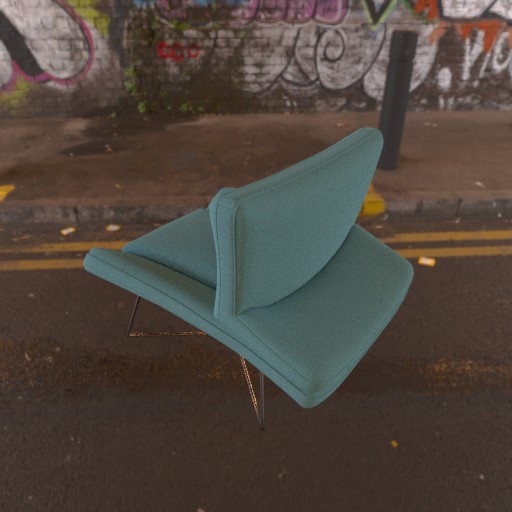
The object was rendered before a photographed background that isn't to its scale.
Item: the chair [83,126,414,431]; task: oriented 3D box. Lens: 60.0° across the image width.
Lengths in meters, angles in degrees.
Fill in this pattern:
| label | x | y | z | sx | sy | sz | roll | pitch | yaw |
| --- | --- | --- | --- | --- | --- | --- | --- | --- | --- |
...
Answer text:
| label | x | y | z | sx | sy | sz | roll | pitch | yaw |
| --- | --- | --- | --- | --- | --- | --- | --- | --- | --- |
| chair | 0.000 | 0.000 | 1.654 | 1.008 | 0.855 | 0.859 | 21 | 36 | 31 |
